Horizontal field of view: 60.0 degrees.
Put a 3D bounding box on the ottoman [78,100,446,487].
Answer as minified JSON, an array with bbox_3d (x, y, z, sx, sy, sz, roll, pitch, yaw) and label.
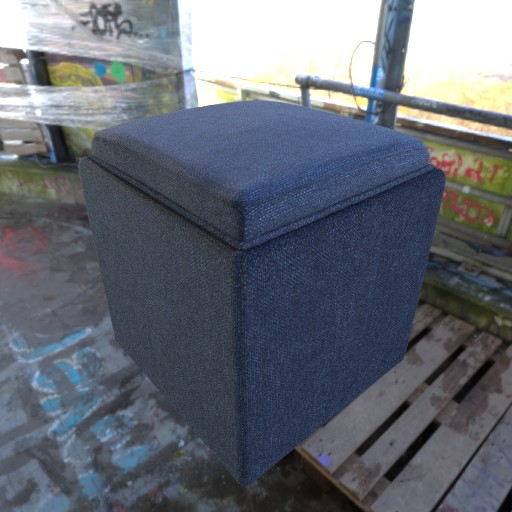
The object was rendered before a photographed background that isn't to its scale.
[{"bbox_3d":[0.000,0.000,0.826,0.436,0.493,0.454,-24,39,-34],"label":"ottoman"}]
